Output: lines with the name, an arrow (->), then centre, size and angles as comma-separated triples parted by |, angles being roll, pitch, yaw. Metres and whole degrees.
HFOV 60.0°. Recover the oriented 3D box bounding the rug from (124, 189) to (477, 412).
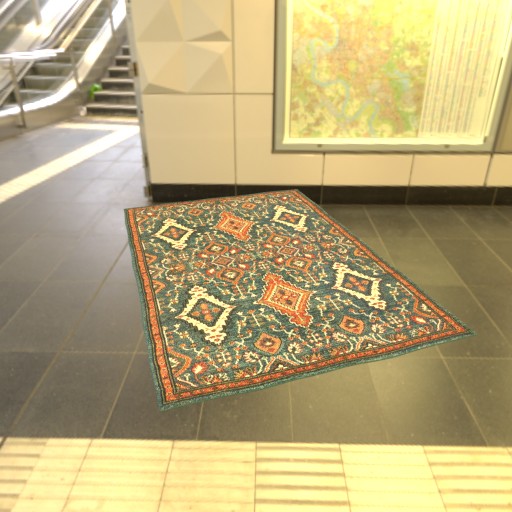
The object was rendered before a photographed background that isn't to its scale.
rug -> 0.000, 0.000, 3.022 | 1.622, 0.009, 2.373 | -9, 29, -16
